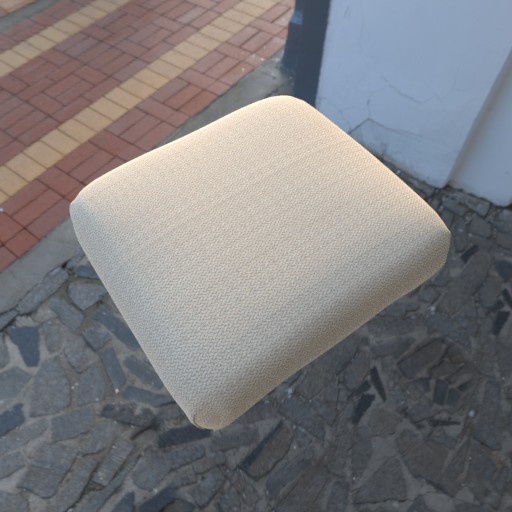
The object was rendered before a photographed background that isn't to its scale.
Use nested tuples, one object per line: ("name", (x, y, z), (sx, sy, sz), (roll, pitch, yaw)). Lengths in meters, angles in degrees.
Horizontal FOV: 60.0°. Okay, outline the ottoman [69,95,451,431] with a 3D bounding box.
("ottoman", (0.000, 0.000, 1.097), (0.684, 0.447, 0.622), (-31, 62, -18))
